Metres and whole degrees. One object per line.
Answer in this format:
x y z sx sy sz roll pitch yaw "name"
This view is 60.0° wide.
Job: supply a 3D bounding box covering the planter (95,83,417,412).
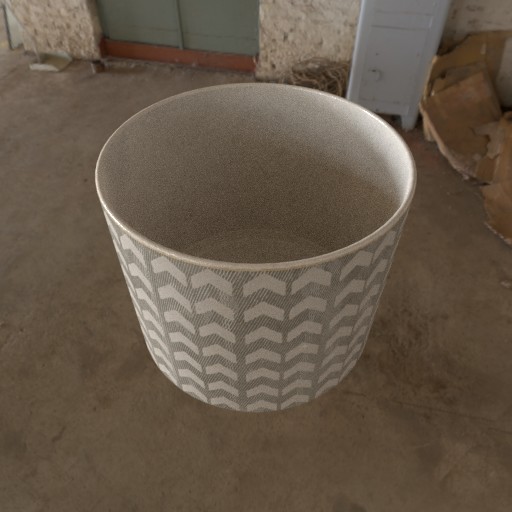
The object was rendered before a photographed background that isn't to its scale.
0.000 0.000 0.334 0.190 0.181 0.190 0 46 0 "planter"
